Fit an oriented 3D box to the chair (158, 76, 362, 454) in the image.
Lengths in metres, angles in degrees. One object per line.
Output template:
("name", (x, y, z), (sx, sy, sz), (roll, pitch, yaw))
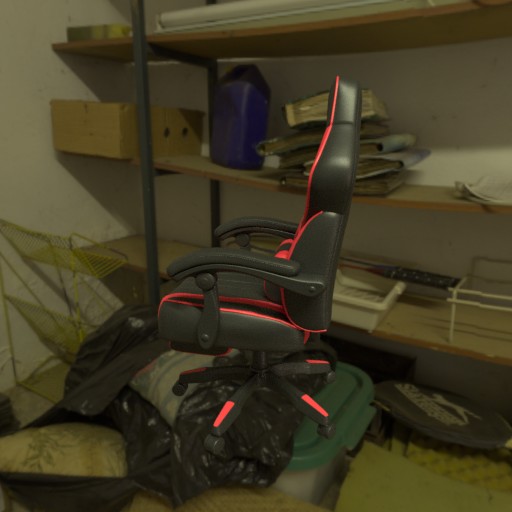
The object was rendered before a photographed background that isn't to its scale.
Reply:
("chair", (0.000, 0.000, 1.648), (0.700, 1.220, 0.700), (2, 15, 9))
